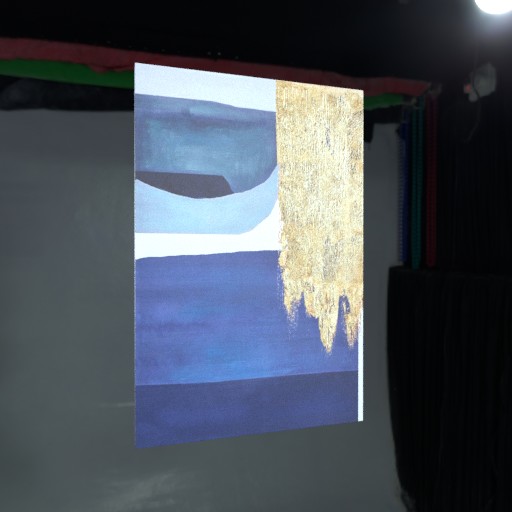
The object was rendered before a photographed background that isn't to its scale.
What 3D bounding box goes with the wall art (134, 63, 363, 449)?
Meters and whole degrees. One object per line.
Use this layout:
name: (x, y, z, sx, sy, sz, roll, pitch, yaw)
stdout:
wall art: (0.000, 0.000, 1.152, 0.607, 0.911, 0.039, 0, 0, -17)
